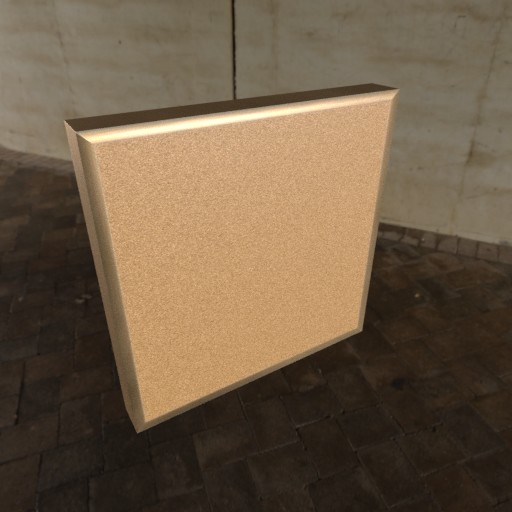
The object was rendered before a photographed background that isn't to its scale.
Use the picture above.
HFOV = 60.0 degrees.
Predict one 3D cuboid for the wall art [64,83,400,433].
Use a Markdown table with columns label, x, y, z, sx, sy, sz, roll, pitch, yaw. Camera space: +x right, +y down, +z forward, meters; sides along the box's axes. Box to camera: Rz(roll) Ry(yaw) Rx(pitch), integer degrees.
| label | x | y | z | sx | sy | sz | roll | pitch | yaw |
| --- | --- | --- | --- | --- | --- | --- | --- | --- | --- |
| wall art | 0.000 | 0.000 | 0.454 | 0.305 | 0.303 | 0.038 | -17 | 34 | -27 |
